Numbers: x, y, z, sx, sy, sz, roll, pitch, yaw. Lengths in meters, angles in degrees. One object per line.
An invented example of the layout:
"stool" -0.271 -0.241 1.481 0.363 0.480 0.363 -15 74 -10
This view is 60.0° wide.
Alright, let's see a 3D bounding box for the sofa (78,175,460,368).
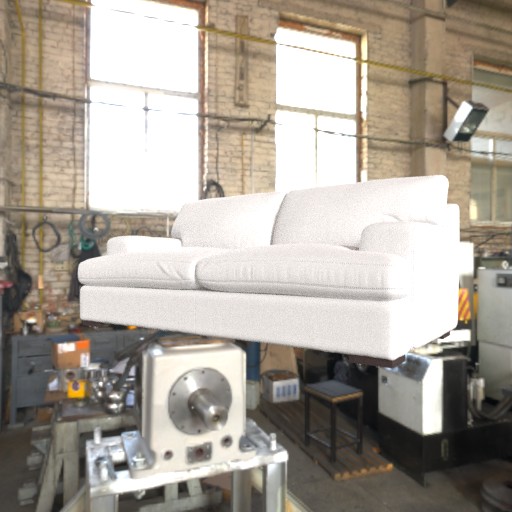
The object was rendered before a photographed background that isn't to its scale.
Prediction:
"sofa" 0.000 0.000 2.810 2.261 0.940 1.143 -1 -1 36
